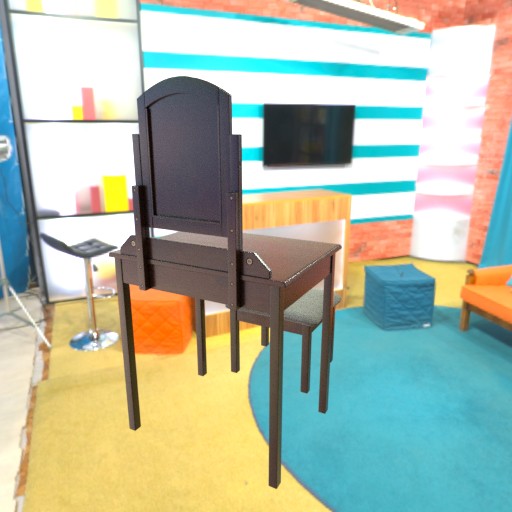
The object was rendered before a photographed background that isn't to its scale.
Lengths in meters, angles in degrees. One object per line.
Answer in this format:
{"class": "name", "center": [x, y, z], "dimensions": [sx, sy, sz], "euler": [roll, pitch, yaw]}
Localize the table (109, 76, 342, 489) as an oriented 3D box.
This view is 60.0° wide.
{"class": "table", "center": [0.000, 0.000, 2.307], "dimensions": [0.876, 1.631, 1.211], "euler": [8, 18, 27]}
